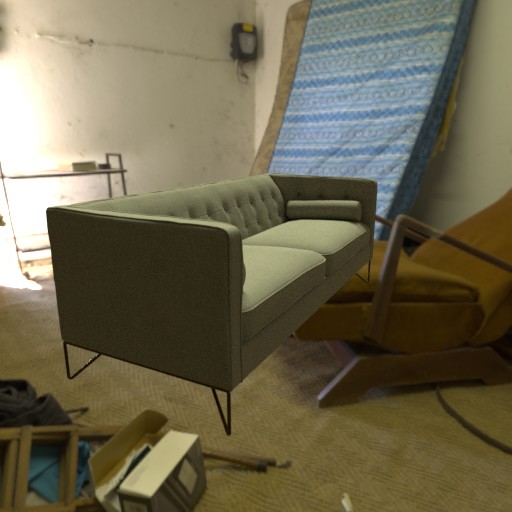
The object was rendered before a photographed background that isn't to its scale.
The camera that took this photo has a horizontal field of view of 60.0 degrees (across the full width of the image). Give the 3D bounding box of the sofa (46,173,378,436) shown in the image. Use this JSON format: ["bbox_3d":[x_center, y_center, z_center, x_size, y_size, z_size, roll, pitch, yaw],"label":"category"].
[{"bbox_3d":[0.000,0.000,2.602,0.912,0.798,2.079,8,17,27],"label":"sofa"}]
